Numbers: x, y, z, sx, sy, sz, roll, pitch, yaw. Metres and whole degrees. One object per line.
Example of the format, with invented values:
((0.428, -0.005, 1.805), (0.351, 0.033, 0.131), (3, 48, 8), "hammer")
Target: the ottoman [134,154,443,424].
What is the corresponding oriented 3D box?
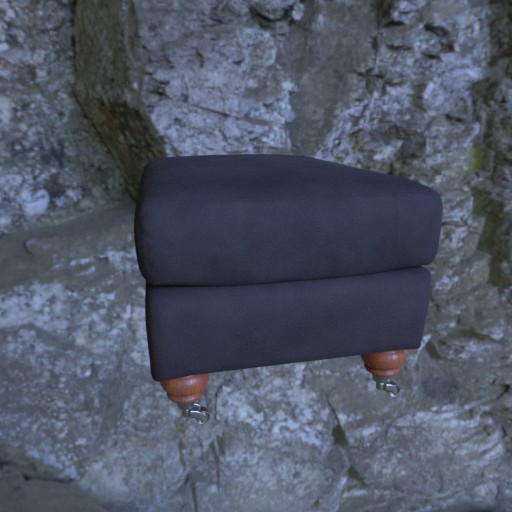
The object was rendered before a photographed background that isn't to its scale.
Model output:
((0.000, 0.000, 1.154), (0.574, 0.497, 0.773), (-4, 17, -12), "ottoman")
